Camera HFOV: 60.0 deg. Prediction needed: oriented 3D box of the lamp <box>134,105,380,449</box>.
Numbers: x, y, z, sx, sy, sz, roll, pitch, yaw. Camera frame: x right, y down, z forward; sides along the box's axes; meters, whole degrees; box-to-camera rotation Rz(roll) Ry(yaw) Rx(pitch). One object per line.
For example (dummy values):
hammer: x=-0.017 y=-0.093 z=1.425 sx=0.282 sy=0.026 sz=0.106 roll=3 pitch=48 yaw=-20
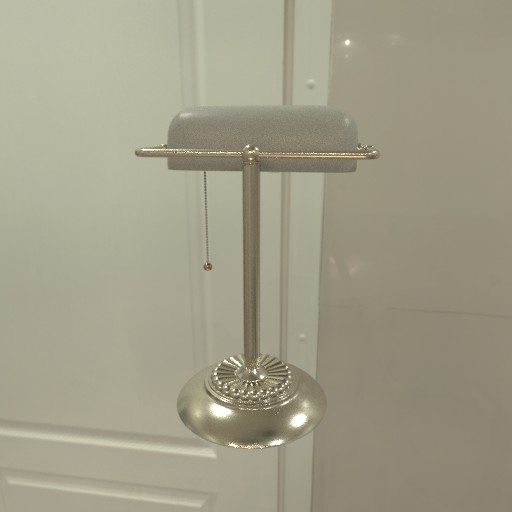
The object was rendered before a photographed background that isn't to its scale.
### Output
lamp: x=0.000 y=0.000 z=0.519 sx=0.264 sy=0.339 sz=0.243 roll=2 pitch=16 yaw=9
